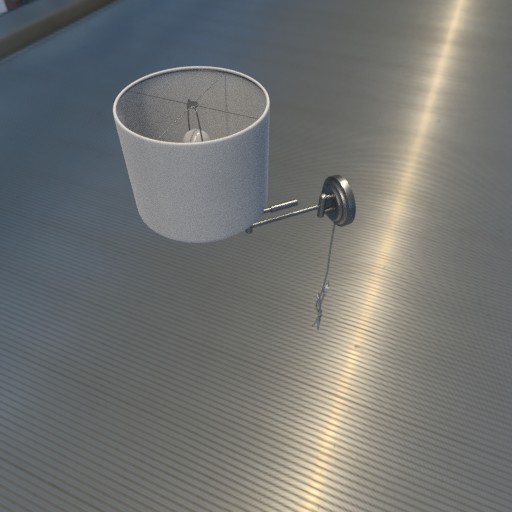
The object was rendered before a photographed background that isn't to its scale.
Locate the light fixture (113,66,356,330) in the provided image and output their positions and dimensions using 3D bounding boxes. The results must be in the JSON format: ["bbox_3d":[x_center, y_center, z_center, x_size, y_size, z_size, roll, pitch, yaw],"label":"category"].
[{"bbox_3d":[0.000,0.000,1.060,0.479,0.842,0.253,-17,50,-15],"label":"light fixture"}]
